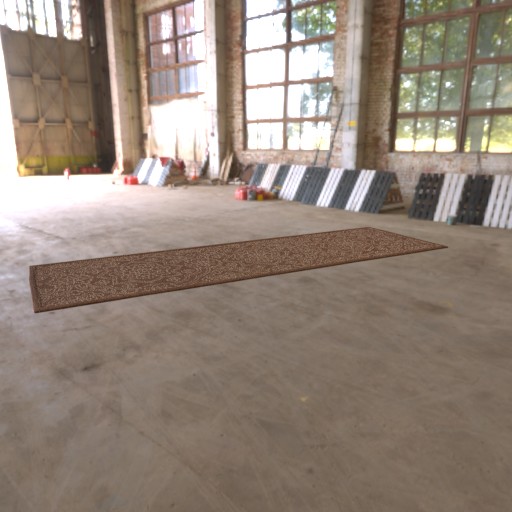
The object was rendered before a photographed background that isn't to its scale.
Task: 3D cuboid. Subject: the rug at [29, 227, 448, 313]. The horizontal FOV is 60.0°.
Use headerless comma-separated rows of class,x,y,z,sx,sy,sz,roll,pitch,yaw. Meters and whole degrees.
rug,0.000,0.000,2.674,2.448,0.012,0.769,-8,17,-27
